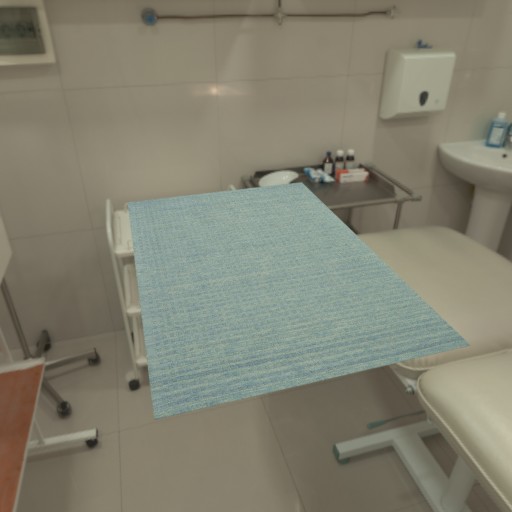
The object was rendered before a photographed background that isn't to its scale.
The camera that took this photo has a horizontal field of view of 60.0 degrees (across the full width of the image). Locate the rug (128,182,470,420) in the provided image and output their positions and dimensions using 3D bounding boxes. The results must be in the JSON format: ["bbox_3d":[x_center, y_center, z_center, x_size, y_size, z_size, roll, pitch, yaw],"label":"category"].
[{"bbox_3d":[0.000,0.000,3.765,1.982,0.006,2.895,-9,32,-14],"label":"rug"}]
